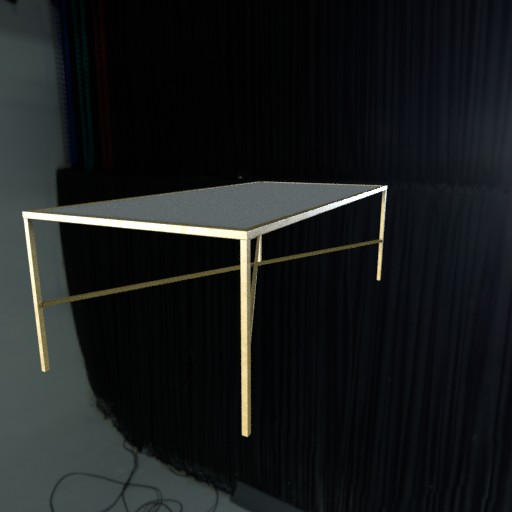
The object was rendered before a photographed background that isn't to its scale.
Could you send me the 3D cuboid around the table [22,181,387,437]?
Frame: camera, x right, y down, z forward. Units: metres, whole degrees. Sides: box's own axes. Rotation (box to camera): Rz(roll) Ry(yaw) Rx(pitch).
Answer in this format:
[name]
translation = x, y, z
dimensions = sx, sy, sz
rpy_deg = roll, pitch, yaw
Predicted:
[table]
translation = 0.000, 0.000, 1.449
dimensions = 0.580, 0.398, 1.206
rpy_deg = 7, 15, 26
